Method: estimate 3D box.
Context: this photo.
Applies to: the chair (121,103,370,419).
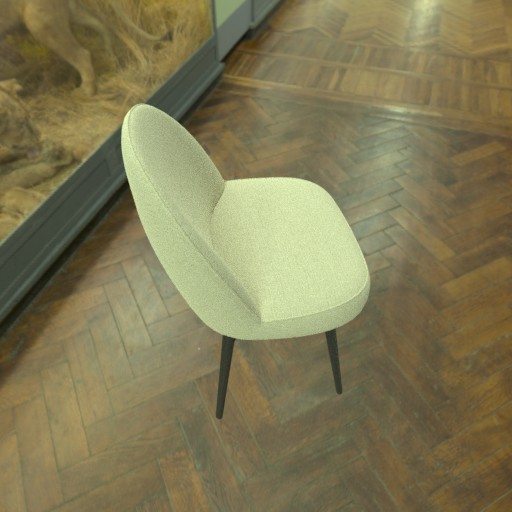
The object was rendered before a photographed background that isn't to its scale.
[{"bbox_3d":[0.000,0.000,1.182,0.540,0.838,0.532,-9,48,-8],"label":"chair"}]
